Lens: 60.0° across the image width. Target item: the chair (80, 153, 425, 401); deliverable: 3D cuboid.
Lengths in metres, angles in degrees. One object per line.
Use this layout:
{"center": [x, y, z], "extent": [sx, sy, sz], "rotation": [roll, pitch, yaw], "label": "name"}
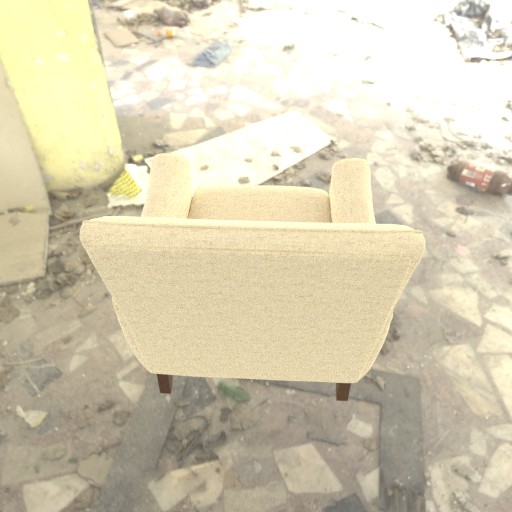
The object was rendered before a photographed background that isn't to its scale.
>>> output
{"center": [0.000, 0.000, 1.623], "extent": [0.870, 0.943, 0.823], "rotation": [2, 46, 2], "label": "chair"}
